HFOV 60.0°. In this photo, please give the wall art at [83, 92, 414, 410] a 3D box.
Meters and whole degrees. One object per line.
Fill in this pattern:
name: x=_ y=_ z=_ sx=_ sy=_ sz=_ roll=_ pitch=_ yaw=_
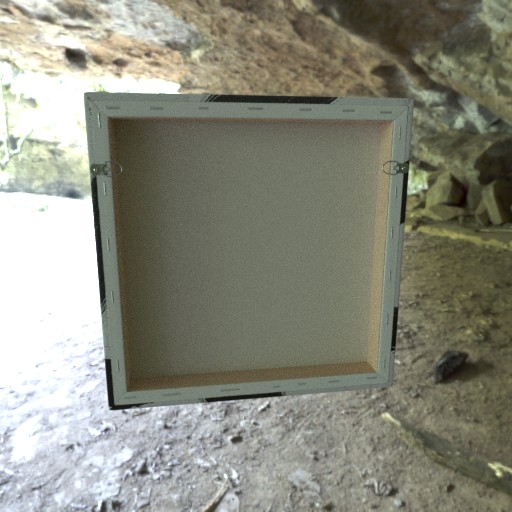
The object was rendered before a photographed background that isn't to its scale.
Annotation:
wall art: x=0.000 y=0.000 z=0.746 sx=0.507 sy=0.508 sz=0.050 roll=-2 pitch=13 yaw=-9
